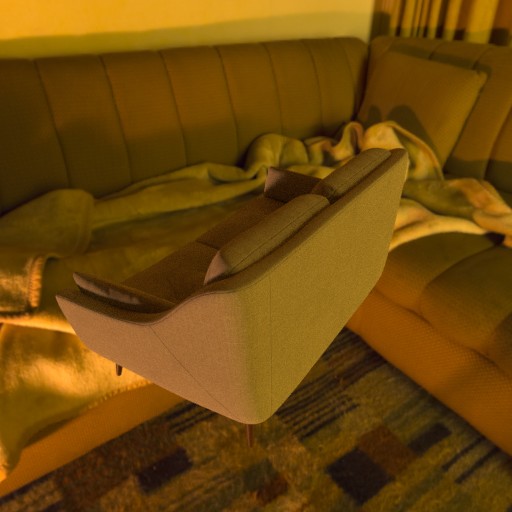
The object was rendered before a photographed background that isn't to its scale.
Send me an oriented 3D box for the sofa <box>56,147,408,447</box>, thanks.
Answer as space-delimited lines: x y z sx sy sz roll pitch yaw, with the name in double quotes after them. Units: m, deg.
0.000 0.000 2.216 0.965 0.888 1.652 20 37 29 "sofa"
